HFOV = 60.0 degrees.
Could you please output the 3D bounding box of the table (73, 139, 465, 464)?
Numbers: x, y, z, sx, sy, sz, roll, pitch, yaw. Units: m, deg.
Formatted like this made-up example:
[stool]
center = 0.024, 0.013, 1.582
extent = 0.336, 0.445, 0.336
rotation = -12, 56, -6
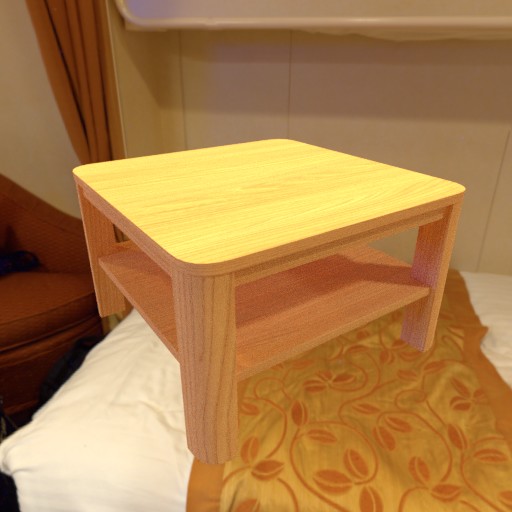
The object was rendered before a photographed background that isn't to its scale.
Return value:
[table]
center = 0.000, 0.000, 1.231
extent = 0.750, 0.450, 0.750
rotation = -16, 30, -31
